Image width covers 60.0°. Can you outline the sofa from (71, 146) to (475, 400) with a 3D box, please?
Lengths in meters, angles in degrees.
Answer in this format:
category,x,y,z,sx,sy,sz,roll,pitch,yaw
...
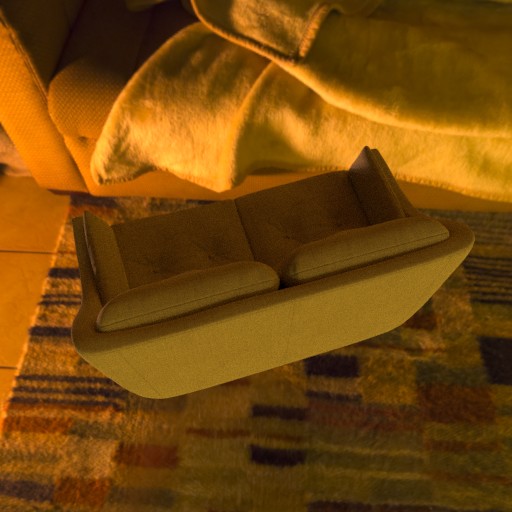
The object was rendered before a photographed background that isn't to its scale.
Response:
category,x,y,z,sx,sy,sz,roll,pitch,yaw
sofa,0.000,0.000,2.183,1.652,0.888,0.965,-15,59,-9
